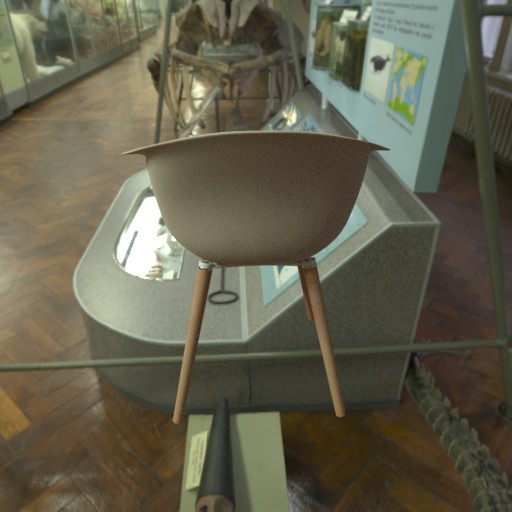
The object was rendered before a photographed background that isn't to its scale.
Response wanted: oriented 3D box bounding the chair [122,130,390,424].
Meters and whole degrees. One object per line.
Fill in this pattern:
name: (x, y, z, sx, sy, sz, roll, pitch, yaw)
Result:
chair: (0.000, 0.000, 1.169, 0.593, 0.781, 0.504, -1, 30, -3)
